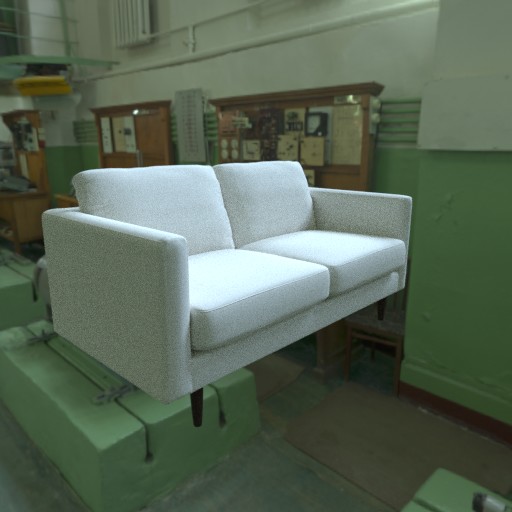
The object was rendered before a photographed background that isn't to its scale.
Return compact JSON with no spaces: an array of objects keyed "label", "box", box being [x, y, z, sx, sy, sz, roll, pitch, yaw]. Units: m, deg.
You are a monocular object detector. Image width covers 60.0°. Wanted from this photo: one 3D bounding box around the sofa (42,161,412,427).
[{"label":"sofa","box":[0.000,0.000,2.232,0.940,0.893,1.713,13,19,42]}]
